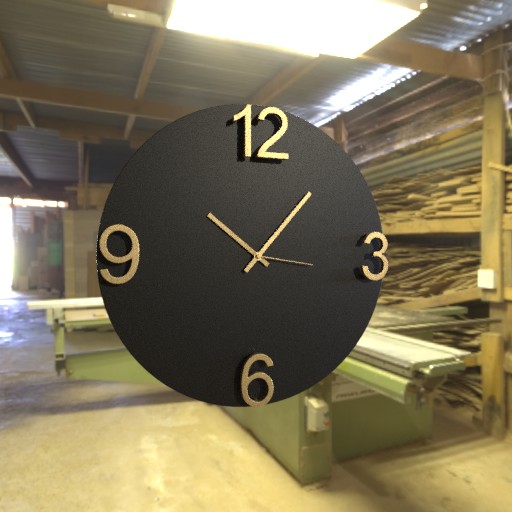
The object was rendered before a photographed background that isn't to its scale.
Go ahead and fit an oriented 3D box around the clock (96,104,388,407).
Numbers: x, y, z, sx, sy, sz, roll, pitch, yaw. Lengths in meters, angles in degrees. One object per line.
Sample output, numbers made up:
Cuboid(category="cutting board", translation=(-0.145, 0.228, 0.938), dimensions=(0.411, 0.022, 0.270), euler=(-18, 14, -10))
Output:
Cuboid(category="clock", translation=(0.000, 0.000, 0.670), dimensions=(0.454, 0.454, 0.038), euler=(0, 1, -19))
